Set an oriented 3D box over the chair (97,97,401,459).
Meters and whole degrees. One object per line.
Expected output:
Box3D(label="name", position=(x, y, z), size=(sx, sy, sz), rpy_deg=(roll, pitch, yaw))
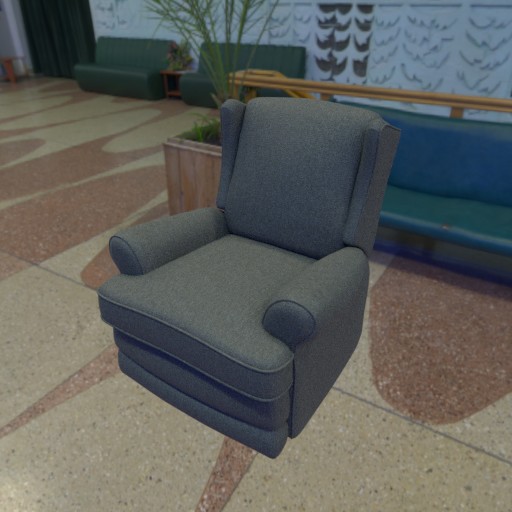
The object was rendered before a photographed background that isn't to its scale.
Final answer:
Box3D(label="chair", position=(0.000, 0.000, 1.665), size=(0.847, 1.011, 0.969), rpy_deg=(18, 35, 29))
